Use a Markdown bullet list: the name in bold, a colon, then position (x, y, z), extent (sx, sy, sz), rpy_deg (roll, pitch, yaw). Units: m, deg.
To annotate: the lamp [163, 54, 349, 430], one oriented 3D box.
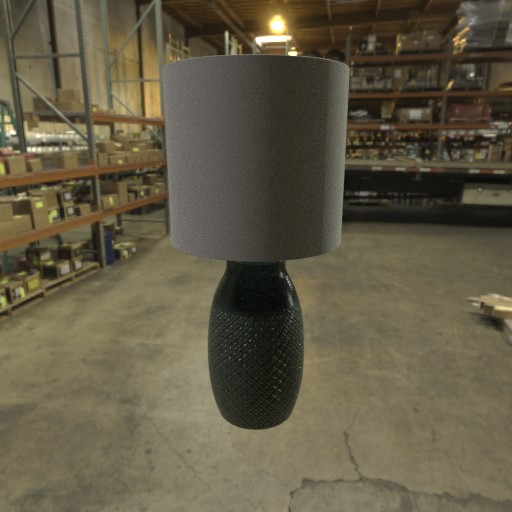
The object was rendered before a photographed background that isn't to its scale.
- **lamp**: position (0.000, 0.000, 0.582), extent (0.217, 0.453, 0.217), rpy_deg (3, 15, 10)
